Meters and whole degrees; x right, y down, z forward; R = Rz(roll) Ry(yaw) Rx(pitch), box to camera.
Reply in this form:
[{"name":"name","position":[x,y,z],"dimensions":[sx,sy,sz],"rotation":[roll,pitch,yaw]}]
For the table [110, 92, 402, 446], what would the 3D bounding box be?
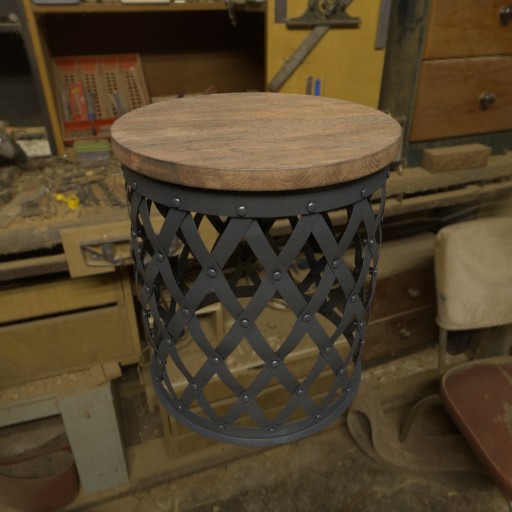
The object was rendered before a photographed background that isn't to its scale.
[{"name":"table","position":[0.000,0.000,0.753],"dimensions":[0.405,0.454,0.405],"rotation":[0,31,0]}]
